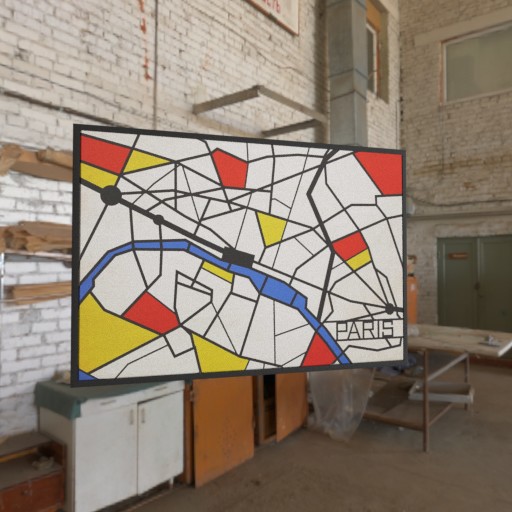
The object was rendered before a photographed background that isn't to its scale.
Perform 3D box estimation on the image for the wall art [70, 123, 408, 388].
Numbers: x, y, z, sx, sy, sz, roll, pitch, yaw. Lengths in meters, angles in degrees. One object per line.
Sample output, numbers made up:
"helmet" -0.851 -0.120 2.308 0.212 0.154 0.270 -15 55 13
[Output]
"wall art" 0.000 0.000 1.247 0.963 0.665 0.013 0 -1 -15
